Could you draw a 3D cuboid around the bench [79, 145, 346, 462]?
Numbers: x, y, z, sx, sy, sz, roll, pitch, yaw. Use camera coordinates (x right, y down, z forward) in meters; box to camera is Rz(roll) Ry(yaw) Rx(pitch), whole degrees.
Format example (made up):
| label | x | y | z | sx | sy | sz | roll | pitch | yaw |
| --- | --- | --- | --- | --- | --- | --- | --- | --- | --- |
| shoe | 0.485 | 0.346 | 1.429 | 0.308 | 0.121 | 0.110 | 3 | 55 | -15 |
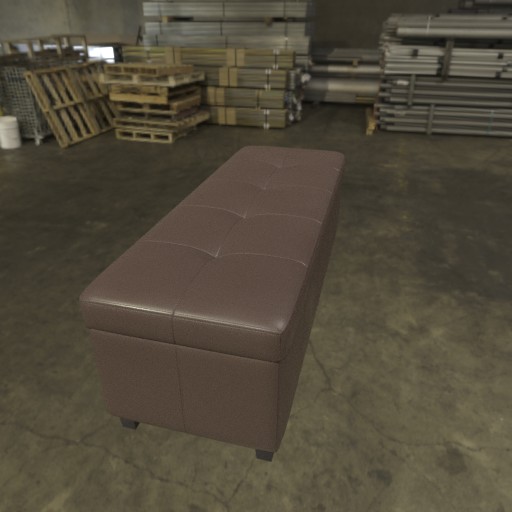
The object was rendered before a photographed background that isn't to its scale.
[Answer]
| label | x | y | z | sx | sy | sz | roll | pitch | yaw |
| --- | --- | --- | --- | --- | --- | --- | --- | --- | --- |
| bench | 0.000 | 0.000 | 1.442 | 0.450 | 0.417 | 1.219 | 7 | 30 | 13 |
